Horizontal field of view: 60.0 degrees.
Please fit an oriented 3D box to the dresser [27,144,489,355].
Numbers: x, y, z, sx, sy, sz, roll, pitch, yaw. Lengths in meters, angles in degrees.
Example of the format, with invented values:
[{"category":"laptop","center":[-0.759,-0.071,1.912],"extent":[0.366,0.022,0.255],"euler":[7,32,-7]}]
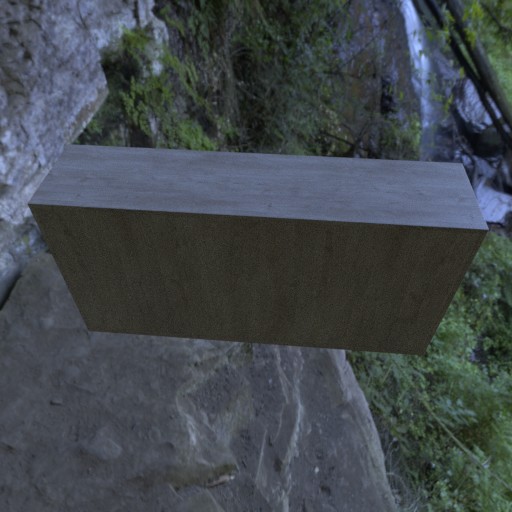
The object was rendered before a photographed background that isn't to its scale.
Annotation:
[{"category":"dresser","center":[0.000,0.000,1.936],"extent":[1.590,0.795,0.390],"euler":[3,47,3]}]
